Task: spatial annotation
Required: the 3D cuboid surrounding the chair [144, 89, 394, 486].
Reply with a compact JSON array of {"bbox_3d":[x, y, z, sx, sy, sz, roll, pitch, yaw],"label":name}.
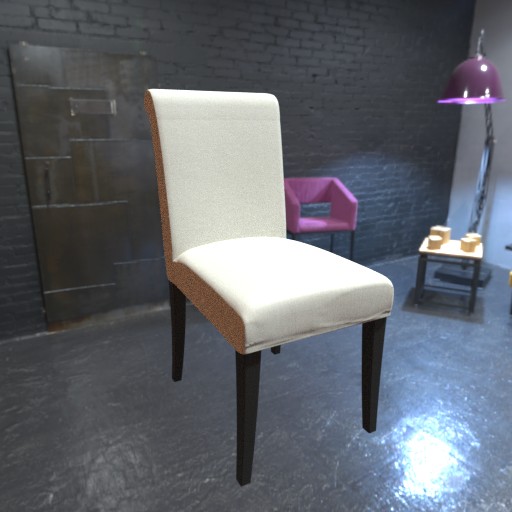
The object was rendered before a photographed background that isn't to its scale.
[{"bbox_3d":[0.000,0.000,1.344,0.452,0.976,0.708,-9,18,-27],"label":"chair"}]
